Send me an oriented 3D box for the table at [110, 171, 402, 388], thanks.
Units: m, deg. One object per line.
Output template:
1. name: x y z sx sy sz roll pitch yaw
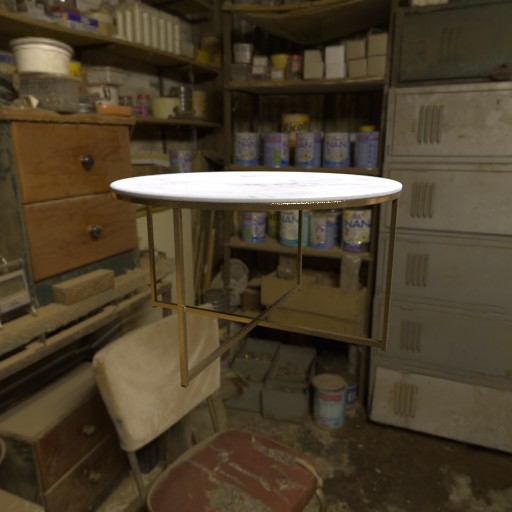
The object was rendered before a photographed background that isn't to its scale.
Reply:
1. table: 0.000 0.000 1.327 0.800 0.450 0.800 0 14 0
